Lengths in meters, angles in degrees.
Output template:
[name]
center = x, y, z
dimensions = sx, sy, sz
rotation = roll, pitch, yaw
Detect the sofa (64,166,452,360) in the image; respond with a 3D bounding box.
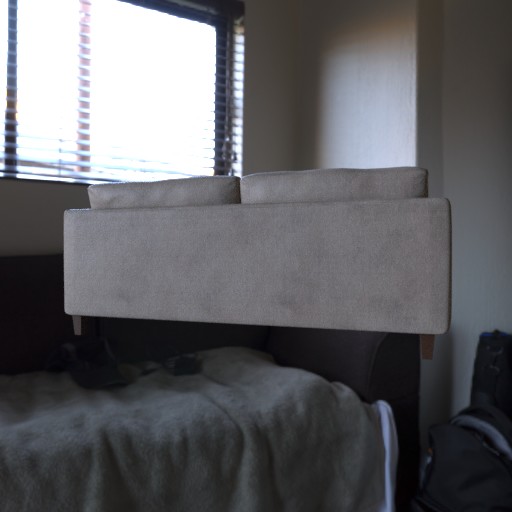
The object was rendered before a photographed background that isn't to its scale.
[sofa]
center = 0.000, 0.000, 2.815
dimensions = 2.208, 0.965, 0.951
rotation = 0, 1, 18
